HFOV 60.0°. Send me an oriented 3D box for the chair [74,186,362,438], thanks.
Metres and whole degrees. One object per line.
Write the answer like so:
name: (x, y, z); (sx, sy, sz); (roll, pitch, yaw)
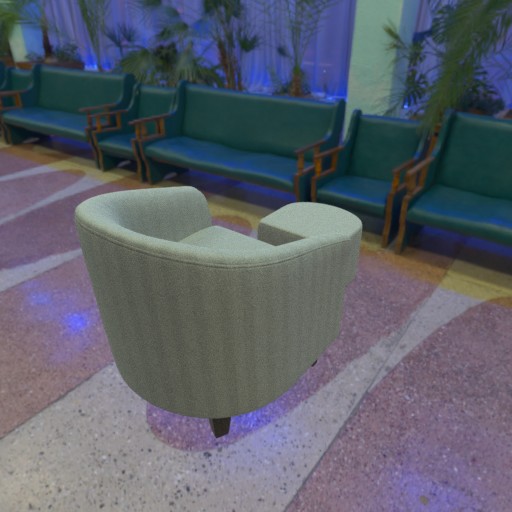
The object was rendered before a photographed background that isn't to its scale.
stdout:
chair: (0.000, 0.000, 1.730); (0.756, 0.757, 1.288); (21, 37, 32)
